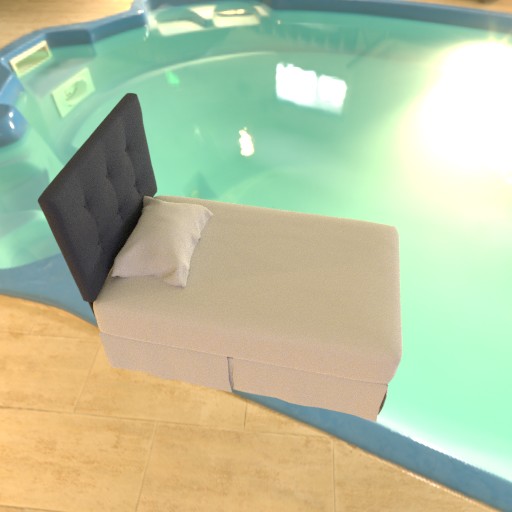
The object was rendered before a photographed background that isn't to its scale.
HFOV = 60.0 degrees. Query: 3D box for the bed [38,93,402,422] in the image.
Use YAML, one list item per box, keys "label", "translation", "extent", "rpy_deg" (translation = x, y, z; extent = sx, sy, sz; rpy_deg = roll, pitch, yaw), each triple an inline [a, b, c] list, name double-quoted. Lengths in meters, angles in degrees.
- label: "bed"
  translation: [0.000, 0.000, 2.974]
  extent: [1.997, 1.571, 1.261]
  rpy_deg: [8, 47, 8]
